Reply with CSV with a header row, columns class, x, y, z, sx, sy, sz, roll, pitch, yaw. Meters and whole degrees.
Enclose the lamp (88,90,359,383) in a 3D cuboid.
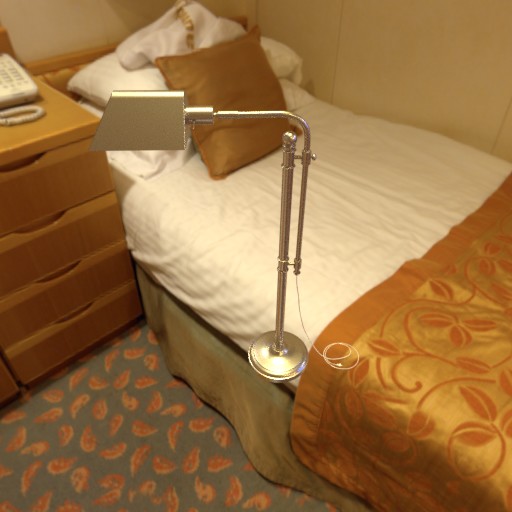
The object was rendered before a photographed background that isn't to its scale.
class,x,y,z,sx,sy,sz,roll,pitch,yaw
lamp,0.000,0.000,0.947,0.546,0.708,0.159,0,41,0
